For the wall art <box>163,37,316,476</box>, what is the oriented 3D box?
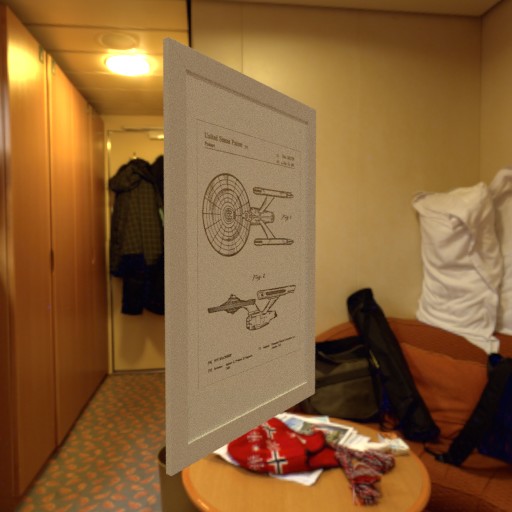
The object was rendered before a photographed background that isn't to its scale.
[{"bbox_3d":[0.000,0.000,0.850,0.011,0.659,0.454,1,2,36],"label":"wall art"}]
